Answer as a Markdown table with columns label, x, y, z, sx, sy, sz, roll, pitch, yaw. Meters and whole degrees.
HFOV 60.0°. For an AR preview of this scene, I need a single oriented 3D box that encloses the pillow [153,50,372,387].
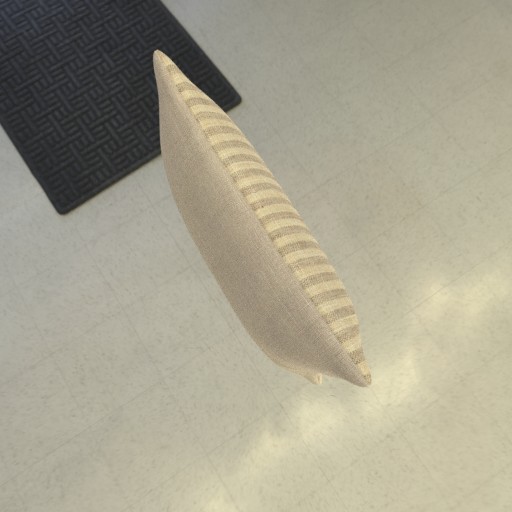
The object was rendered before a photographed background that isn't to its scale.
| label | x | y | z | sx | sy | sz | roll | pitch | yaw |
| --- | --- | --- | --- | --- | --- | --- | --- | --- | --- |
| pillow | 0.000 | 0.000 | 0.791 | 0.166 | 0.510 | 0.523 | -30 | 76 | -8 |
